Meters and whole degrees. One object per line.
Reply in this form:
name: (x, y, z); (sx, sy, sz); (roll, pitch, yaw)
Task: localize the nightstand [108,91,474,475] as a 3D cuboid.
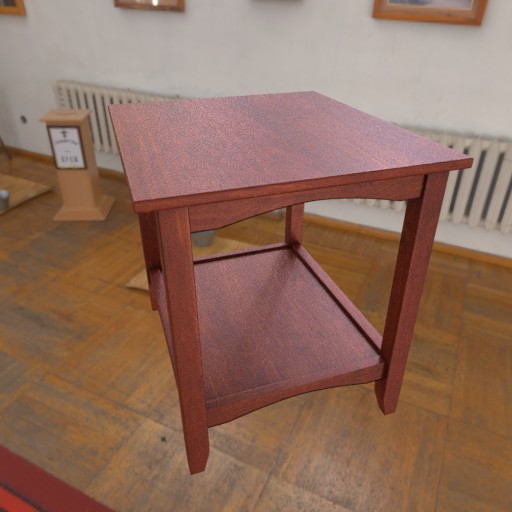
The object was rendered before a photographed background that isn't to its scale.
nightstand: (0.000, 0.000, 0.962); (0.501, 0.558, 0.558); (-10, 32, -16)
